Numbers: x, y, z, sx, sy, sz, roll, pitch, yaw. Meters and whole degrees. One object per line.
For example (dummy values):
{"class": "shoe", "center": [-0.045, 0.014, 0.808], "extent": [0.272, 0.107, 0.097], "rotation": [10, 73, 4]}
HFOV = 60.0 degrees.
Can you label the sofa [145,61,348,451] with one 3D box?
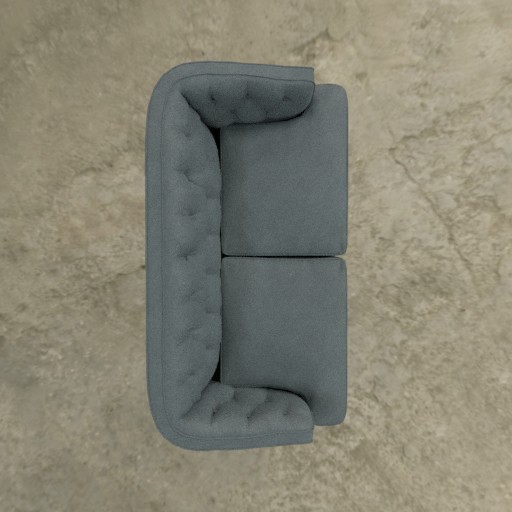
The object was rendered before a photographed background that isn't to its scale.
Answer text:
{"class": "sofa", "center": [0.000, 0.000, 2.270], "extent": [0.941, 0.855, 1.733], "rotation": [0, 91, 0]}
